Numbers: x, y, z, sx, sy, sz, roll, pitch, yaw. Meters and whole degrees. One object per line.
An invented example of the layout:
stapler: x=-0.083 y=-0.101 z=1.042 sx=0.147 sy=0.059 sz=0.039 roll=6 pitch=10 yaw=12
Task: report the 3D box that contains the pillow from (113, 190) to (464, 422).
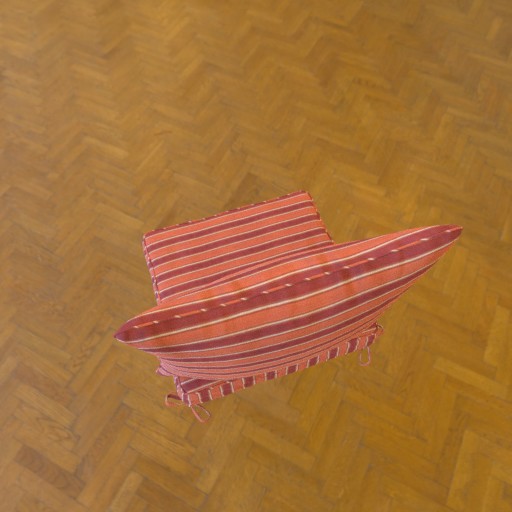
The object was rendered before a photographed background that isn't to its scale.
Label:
pillow: x=0.000 y=0.000 z=1.366 sx=0.799 sy=0.723 sz=0.733 roll=-16 pitch=60 yaw=-10
